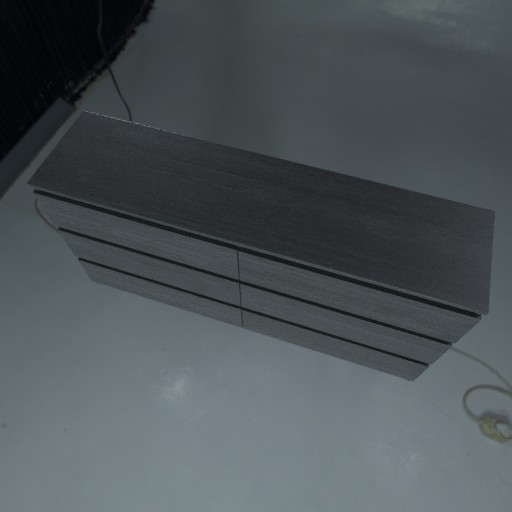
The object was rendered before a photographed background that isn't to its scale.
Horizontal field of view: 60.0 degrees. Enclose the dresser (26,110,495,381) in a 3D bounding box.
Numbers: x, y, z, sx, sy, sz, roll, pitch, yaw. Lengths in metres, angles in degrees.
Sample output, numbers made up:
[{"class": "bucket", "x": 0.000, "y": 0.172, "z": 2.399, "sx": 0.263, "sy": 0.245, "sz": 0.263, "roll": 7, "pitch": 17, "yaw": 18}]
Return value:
[{"class": "dresser", "x": 0.000, "y": 0.000, "z": 1.886, "sx": 1.590, "sy": 0.795, "sz": 0.400, "roll": 16, "pitch": 60, "yaw": 9}]
